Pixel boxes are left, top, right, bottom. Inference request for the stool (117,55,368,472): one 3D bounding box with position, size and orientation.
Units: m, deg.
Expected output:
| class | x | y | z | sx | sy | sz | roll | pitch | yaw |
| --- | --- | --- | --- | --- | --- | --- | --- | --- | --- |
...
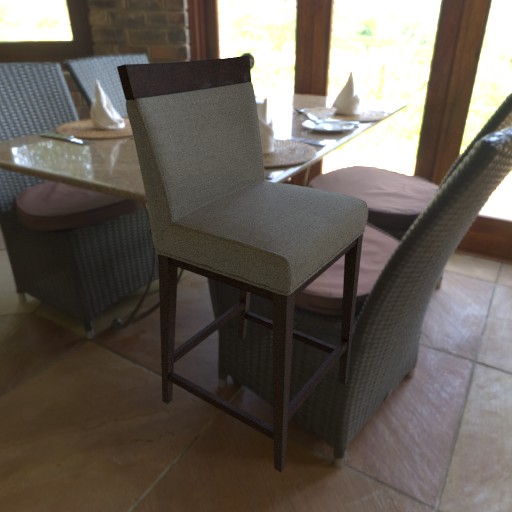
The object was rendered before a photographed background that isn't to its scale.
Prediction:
| class | x | y | z | sx | sy | sz | roll | pitch | yaw |
| --- | --- | --- | --- | --- | --- | --- | --- | --- | --- |
| stool | 0.000 | 0.000 | 1.390 | 0.531 | 1.117 | 0.511 | 18 | 32 | 31 |
